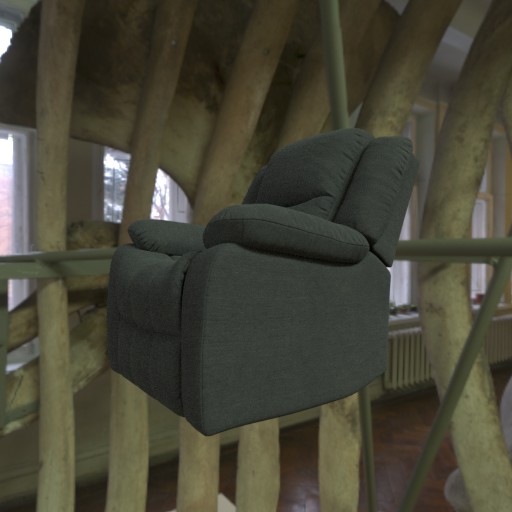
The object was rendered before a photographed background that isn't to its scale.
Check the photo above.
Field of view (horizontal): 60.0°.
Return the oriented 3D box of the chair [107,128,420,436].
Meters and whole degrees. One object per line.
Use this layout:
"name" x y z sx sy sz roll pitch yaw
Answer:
"chair" 0.000 0.000 1.699 0.944 1.008 0.899 -1 1 -35
